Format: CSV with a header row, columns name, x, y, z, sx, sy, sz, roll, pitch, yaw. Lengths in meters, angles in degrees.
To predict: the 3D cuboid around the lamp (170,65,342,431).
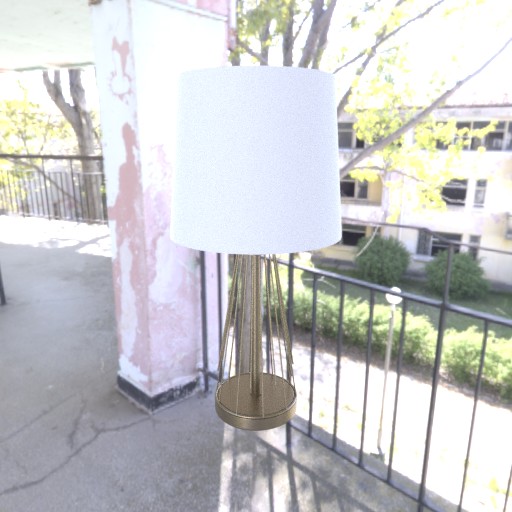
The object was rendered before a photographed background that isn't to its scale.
name,x,y,z,sx,sy,sz,roll,pitch,yaw
lamp,0.000,0.000,0.808,0.303,0.618,0.303,0,15,0
